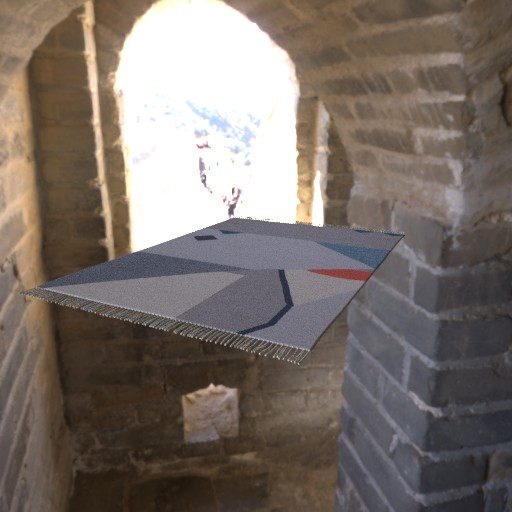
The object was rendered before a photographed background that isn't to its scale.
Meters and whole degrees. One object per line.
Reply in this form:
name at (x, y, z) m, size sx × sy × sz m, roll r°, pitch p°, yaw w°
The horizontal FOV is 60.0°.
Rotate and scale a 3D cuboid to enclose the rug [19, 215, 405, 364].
rug at (0.000, 0.000, 2.291) m, size 1.220 × 0.005 × 1.828 m, roll 8°, pitch 18°, yaw 26°
